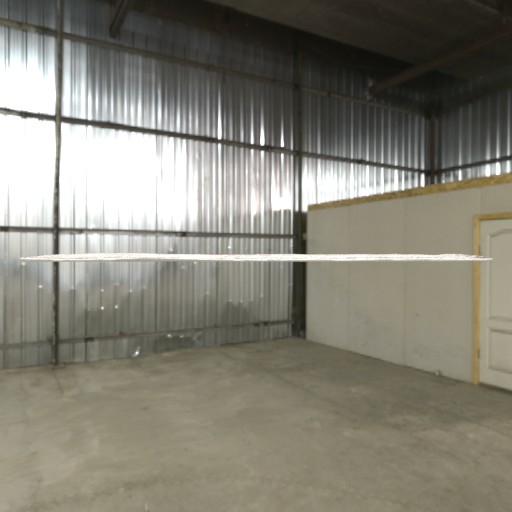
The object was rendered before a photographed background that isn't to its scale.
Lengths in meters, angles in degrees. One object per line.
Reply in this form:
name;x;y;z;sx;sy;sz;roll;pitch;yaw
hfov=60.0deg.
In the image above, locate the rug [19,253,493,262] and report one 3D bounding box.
rug;0.000;0.000;3.038;2.447;0.036;1.537;0;1;-1
